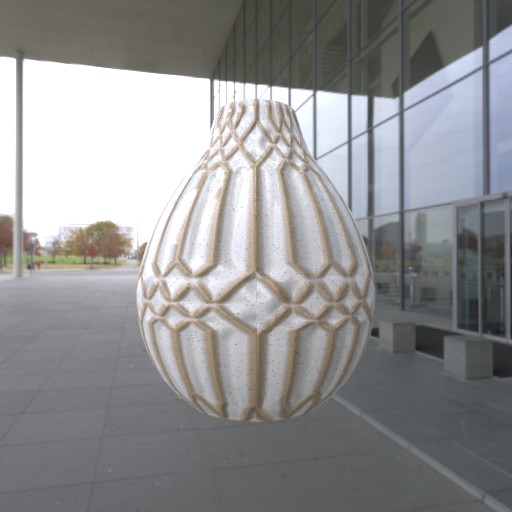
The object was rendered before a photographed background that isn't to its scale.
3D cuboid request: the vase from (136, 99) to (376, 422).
[{"bbox_3d":[0.000,0.000,0.306,0.159,0.200,0.159,0,-1,0],"label":"vase"}]
